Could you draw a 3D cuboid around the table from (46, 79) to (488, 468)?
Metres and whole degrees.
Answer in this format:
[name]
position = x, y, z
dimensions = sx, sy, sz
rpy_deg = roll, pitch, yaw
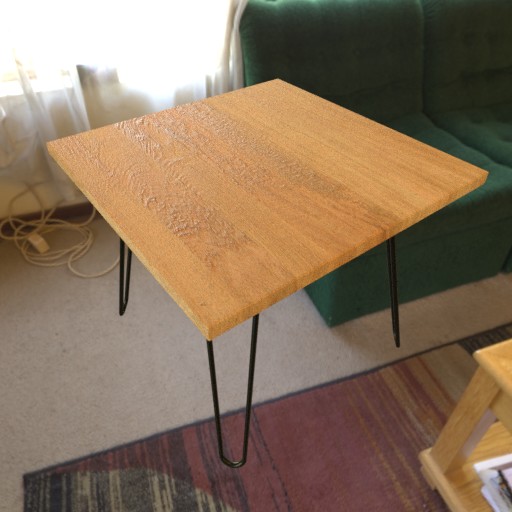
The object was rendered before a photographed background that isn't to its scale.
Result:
[table]
position = 0.000, 0.000, 1.003
dimensions = 0.599, 0.500, 0.599
rpy_deg = -26, 47, -27
